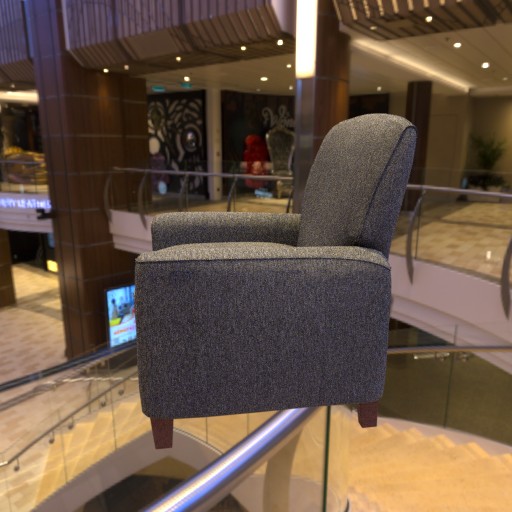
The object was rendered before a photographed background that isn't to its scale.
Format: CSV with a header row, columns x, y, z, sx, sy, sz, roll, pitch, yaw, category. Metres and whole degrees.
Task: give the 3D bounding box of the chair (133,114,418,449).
x,y,z,sx,sy,sz,roll,pitch,yaw,category
0.000,0.000,1.650,0.864,1.014,0.848,-2,14,-9,chair
